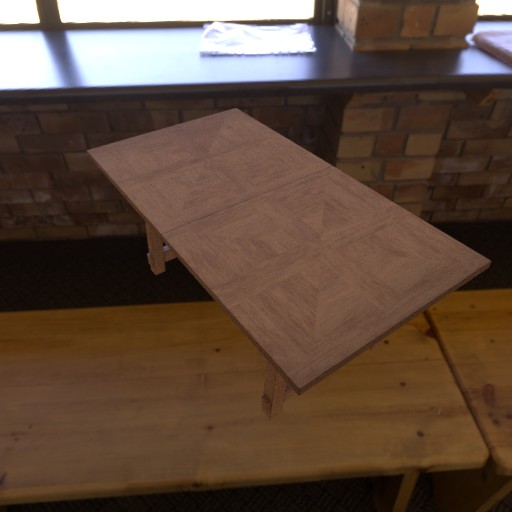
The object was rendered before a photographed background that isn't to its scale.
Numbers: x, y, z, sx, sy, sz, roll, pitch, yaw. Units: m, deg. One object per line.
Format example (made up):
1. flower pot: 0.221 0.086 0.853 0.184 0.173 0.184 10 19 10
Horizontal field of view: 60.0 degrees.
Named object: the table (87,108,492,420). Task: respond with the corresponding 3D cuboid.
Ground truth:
1. table: 0.000 0.000 2.411 1.016 0.768 1.881 -25 47 -26
